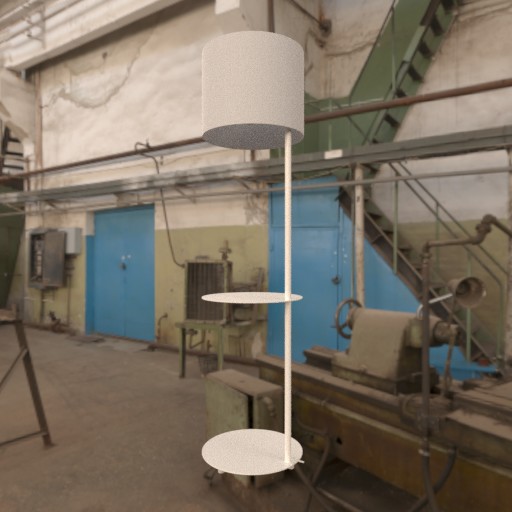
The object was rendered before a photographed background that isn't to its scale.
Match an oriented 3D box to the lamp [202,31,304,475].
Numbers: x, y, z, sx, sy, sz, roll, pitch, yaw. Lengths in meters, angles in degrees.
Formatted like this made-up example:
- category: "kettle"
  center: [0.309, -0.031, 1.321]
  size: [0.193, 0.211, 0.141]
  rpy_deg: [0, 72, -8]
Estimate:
- category: "lamp"
  center: [0.000, 0.000, 1.622]
  size: [0.405, 1.465, 0.372]
  rpy_deg: [0, 1, 37]
